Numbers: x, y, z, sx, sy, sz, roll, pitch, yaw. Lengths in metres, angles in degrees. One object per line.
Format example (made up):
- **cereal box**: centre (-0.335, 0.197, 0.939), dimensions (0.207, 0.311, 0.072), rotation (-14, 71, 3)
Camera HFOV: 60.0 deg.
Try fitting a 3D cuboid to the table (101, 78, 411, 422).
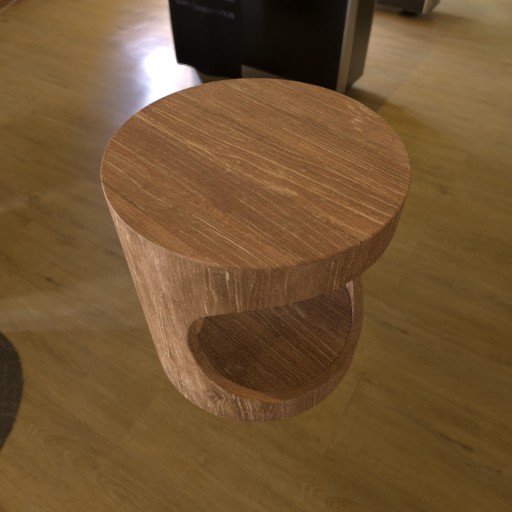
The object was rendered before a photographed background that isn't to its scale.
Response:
- **table**: centre (0.000, 0.000, 0.977), dimensions (0.527, 0.551, 0.527), rotation (0, 49, 0)
